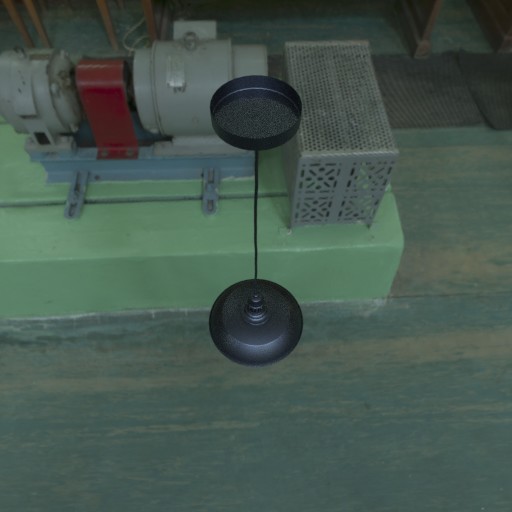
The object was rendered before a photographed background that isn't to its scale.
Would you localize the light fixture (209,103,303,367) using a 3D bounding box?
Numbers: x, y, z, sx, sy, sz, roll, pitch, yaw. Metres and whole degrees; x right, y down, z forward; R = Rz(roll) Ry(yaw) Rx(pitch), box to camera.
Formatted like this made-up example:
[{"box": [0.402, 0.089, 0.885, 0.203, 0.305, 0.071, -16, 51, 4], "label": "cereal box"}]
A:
[{"box": [0.000, 0.000, 1.175, 0.331, 0.993, 0.331, -4, 59, -2], "label": "light fixture"}]
